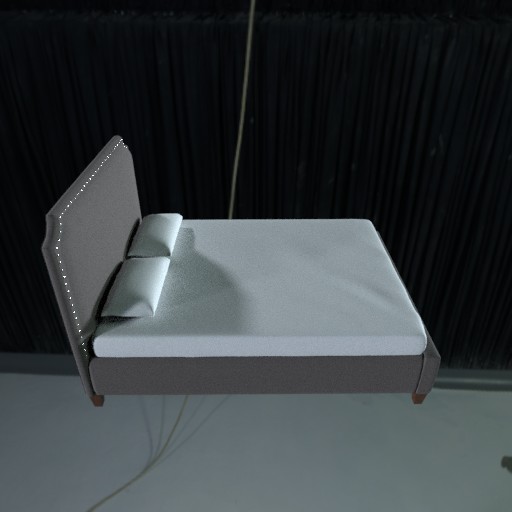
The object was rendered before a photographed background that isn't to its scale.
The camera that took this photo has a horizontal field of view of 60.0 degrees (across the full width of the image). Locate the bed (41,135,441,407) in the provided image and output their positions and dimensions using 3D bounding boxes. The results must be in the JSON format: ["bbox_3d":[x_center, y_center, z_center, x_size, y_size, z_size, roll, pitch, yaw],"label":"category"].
[{"bbox_3d":[0.000,0.000,3.396,2.372,1.443,1.713,0,32,0],"label":"bed"}]
